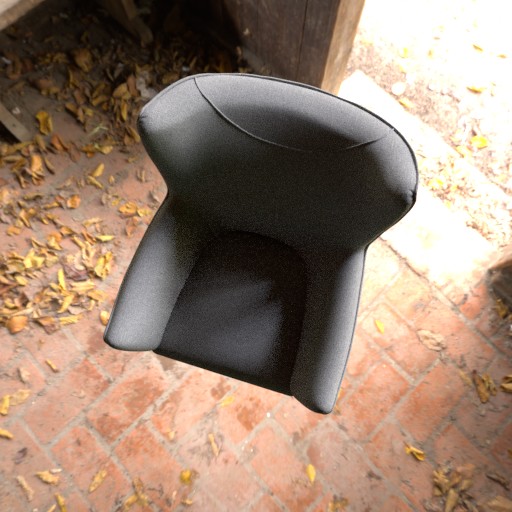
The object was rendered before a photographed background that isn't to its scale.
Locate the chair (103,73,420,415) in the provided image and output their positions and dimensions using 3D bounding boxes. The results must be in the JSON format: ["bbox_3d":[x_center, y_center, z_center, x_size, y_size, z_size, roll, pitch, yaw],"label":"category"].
[{"bbox_3d":[0.000,0.000,1.577,0.781,0.933,0.888,16,76,4],"label":"chair"}]
